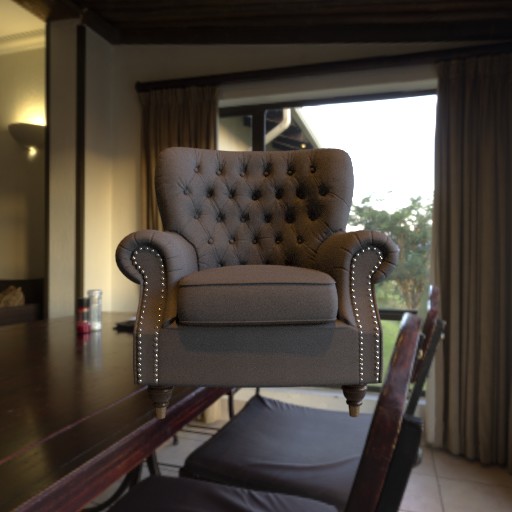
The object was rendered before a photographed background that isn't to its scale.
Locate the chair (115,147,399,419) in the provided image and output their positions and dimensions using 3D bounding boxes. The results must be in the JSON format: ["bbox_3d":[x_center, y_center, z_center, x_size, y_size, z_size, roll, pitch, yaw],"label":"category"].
[{"bbox_3d":[0.000,0.000,1.831,0.983,1.046,0.983,0,0,-1],"label":"chair"}]
